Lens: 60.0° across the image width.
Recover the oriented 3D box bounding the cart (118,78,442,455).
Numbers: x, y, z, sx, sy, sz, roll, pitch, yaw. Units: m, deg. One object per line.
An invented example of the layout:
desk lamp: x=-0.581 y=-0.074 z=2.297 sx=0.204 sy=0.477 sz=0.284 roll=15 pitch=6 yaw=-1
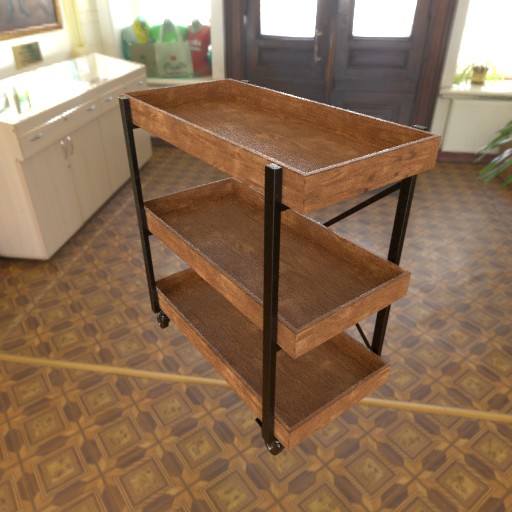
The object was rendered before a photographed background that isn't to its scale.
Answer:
cart: x=0.000 y=0.000 z=1.247 sx=0.411 sy=0.800 sz=0.750 roll=-21 pitch=38 yaw=-31
